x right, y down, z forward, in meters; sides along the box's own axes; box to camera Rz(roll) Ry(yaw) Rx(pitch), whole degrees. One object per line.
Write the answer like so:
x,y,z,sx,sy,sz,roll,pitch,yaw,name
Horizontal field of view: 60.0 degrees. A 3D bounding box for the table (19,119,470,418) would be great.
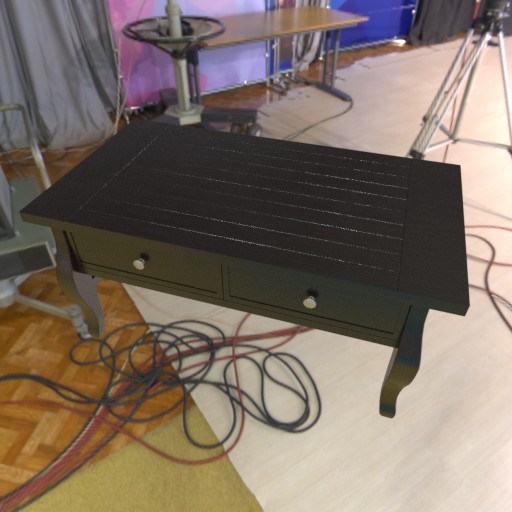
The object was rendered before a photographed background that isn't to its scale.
0.000,0.000,1.360,1.062,0.494,0.600,12,42,13,table
